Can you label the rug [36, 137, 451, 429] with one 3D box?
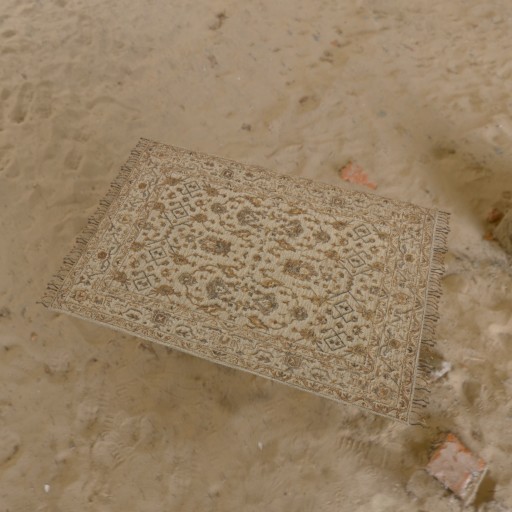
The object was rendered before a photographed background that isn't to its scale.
[{"bbox_3d":[0.000,0.000,2.960,2.434,0.027,1.529,16,61,9],"label":"rug"}]
